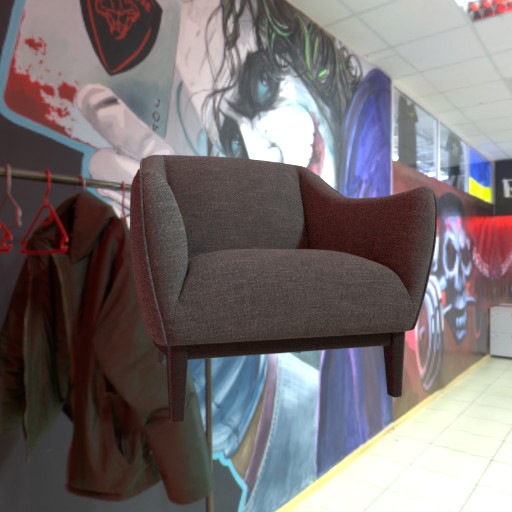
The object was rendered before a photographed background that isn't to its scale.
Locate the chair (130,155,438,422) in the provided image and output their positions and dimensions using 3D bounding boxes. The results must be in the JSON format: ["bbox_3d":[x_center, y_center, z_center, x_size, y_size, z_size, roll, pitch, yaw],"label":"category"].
[{"bbox_3d":[0.000,0.000,1.543,0.870,0.829,0.851,0,0,-18],"label":"chair"}]
